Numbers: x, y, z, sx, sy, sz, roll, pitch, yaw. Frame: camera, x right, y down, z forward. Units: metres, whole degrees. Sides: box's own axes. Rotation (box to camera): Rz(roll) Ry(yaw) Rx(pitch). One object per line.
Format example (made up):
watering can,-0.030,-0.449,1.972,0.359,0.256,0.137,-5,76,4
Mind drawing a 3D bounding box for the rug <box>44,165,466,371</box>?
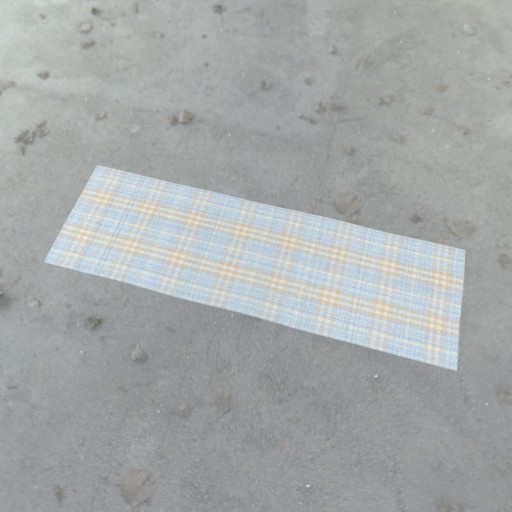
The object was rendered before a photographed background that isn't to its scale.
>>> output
rug,0.000,0.000,2.679,2.439,0.013,0.762,14,64,7
